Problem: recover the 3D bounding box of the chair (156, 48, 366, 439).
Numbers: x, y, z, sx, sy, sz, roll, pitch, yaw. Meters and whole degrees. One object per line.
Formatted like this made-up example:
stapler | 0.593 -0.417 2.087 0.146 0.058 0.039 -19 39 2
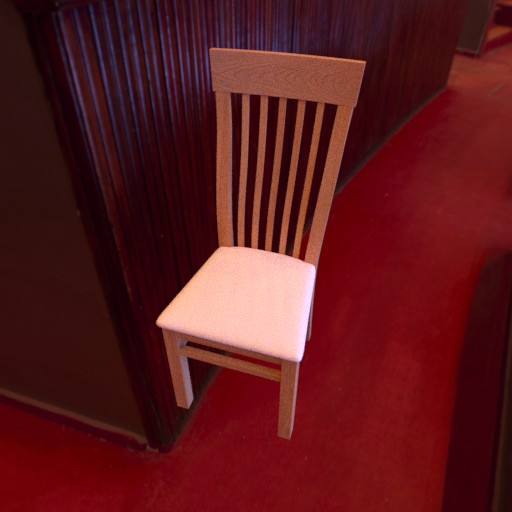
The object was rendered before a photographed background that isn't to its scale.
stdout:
chair | 0.000 0.000 1.385 0.450 1.050 0.580 12 41 14
